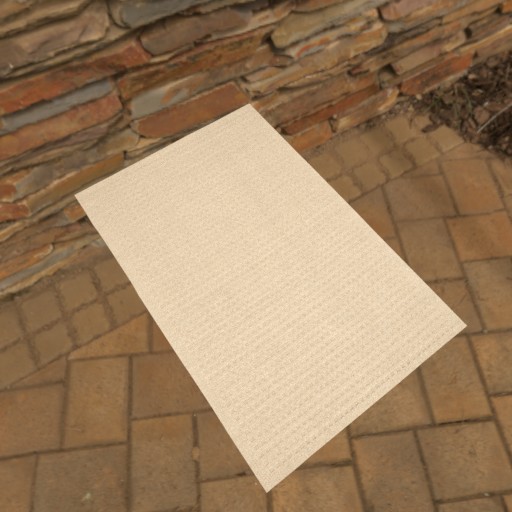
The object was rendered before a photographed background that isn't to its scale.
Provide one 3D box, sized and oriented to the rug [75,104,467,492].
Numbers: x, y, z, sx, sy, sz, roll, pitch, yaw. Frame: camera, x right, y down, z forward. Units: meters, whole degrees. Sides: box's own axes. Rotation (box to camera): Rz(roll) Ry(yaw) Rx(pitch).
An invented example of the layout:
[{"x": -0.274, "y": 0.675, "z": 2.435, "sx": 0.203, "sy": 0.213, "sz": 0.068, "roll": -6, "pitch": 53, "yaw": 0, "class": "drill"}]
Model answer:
[{"x": 0.000, "y": 0.000, "z": 2.914, "sx": 1.523, "sy": 0.006, "sz": 2.289, "roll": -33, "pitch": 67, "yaw": -16, "class": "rug"}]
